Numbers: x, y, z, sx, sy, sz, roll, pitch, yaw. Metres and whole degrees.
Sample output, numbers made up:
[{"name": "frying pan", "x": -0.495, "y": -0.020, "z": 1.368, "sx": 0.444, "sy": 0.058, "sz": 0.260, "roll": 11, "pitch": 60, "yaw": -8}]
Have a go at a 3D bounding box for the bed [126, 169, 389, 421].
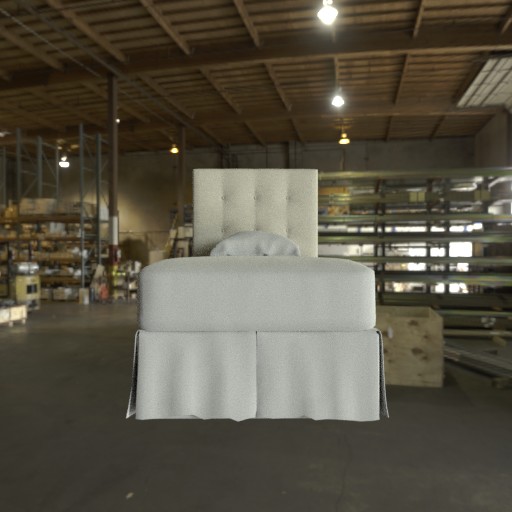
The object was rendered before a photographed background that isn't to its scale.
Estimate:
[{"name": "bed", "x": 0.000, "y": 0.000, "z": 3.077, "sx": 1.261, "sy": 1.571, "sz": 1.997, "roll": 0, "pitch": 0, "yaw": 0}]
